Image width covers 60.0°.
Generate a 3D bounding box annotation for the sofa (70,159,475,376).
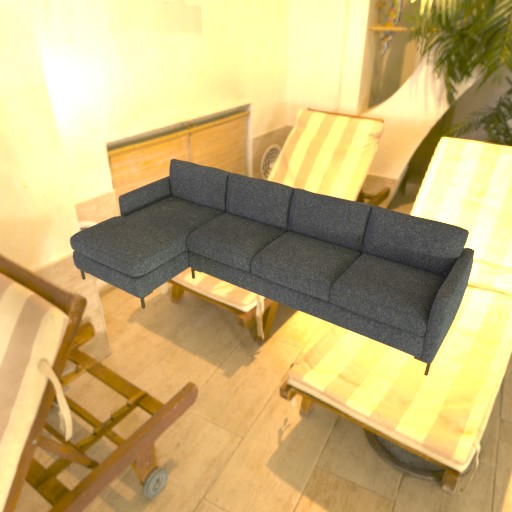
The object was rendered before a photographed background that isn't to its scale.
[{"bbox_3d":[0.000,0.000,3.473,2.932,0.810,1.350,19,35,29],"label":"sofa"}]
